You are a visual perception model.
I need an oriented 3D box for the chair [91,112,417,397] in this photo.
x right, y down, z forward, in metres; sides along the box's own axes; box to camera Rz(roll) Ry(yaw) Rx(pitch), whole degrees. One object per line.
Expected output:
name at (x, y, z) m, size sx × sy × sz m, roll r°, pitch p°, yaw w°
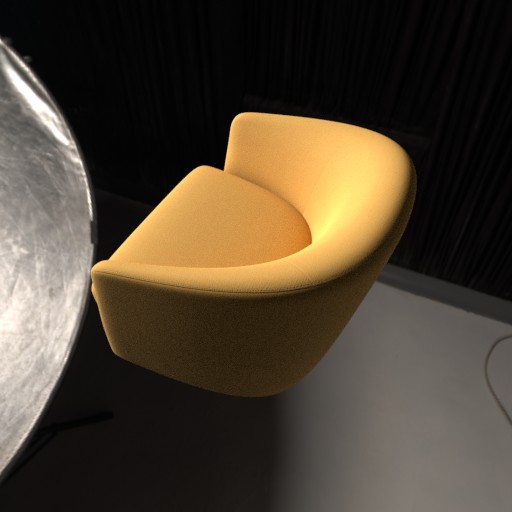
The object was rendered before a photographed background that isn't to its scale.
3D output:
chair at (0.000, 0.000, 1.330) m, size 0.767 × 0.698 × 0.773 m, roll 18°, pitch 49°, yaw 16°
